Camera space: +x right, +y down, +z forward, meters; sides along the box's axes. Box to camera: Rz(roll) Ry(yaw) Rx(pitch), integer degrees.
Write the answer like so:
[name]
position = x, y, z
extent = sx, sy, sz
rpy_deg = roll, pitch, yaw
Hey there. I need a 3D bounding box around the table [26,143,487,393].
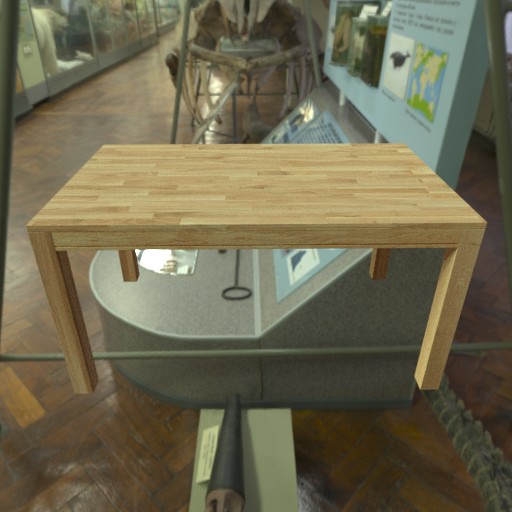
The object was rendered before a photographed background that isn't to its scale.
[table]
position = 0.000, 0.000, 2.022
extent = 1.500, 0.770, 0.900
rpy_deg = 0, 30, -1
